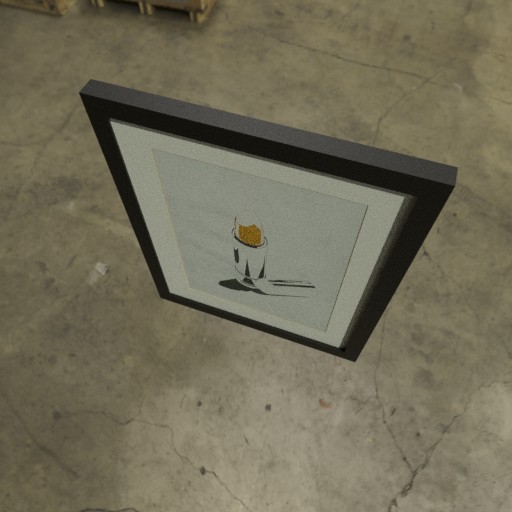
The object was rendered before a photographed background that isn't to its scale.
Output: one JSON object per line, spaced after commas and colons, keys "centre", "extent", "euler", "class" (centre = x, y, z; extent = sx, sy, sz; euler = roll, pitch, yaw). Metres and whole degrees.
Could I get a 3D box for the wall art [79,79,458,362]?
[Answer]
{"centre": [0.000, 0.000, 0.752], "extent": [0.457, 0.559, 0.029], "euler": [17, 59, 10], "class": "wall art"}
